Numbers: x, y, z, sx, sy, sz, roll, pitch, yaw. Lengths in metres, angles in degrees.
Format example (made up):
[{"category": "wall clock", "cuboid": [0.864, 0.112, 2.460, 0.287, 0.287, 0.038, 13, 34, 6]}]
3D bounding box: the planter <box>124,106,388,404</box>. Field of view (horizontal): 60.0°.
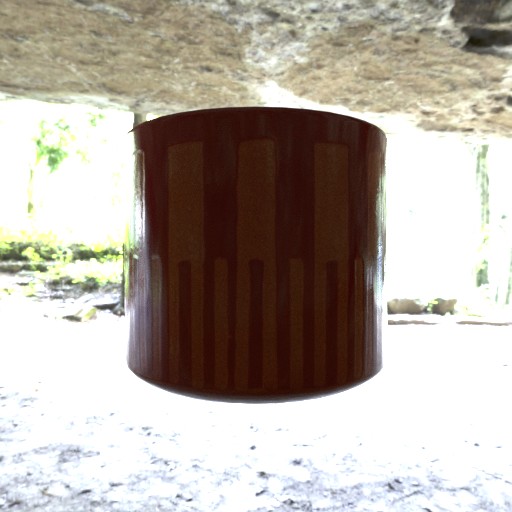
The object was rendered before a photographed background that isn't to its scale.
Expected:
[{"category": "planter", "cuboid": [0.000, 0.000, 0.404, 0.230, 0.202, 0.230, 0, 2, 0]}]
